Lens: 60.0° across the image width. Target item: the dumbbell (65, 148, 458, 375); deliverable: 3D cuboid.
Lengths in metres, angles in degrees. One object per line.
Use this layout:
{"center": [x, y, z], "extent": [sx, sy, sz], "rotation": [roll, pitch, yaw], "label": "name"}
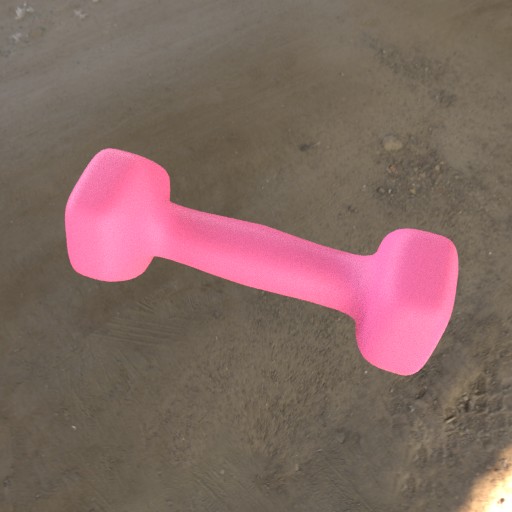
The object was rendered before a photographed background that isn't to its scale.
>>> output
{"center": [0.000, 0.000, 0.177], "extent": [0.146, 0.053, 0.058], "rotation": [17, 64, 8], "label": "dumbbell"}
